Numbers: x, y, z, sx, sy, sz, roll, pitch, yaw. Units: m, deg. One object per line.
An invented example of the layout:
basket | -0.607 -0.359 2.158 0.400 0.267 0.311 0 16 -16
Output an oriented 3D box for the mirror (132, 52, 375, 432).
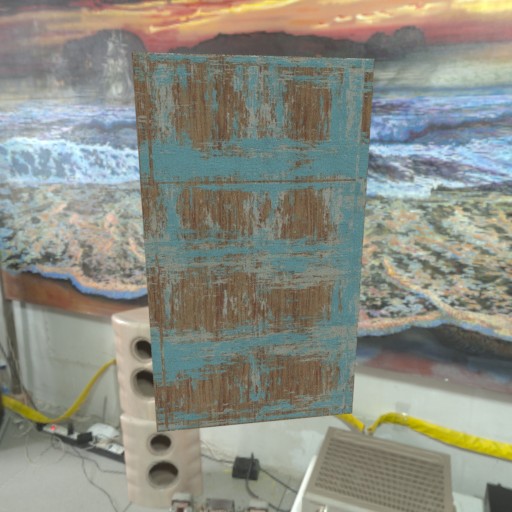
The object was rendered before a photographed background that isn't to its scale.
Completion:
mirror | 0.000 0.000 1.470 0.707 1.213 0.083 -2 15 -9
